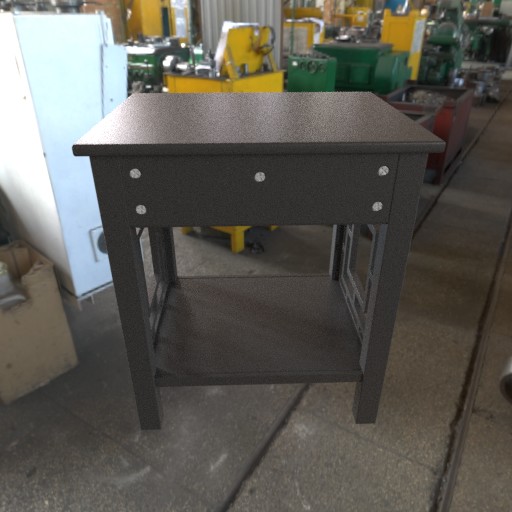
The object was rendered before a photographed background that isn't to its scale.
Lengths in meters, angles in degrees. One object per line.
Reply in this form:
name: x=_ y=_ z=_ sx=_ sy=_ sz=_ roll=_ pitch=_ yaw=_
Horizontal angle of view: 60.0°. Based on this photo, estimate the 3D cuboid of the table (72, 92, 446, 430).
table: x=0.000 y=0.000 z=1.020 sx=0.564 sy=0.646 sz=0.451 roll=-1 pitch=30 yaw=-2
